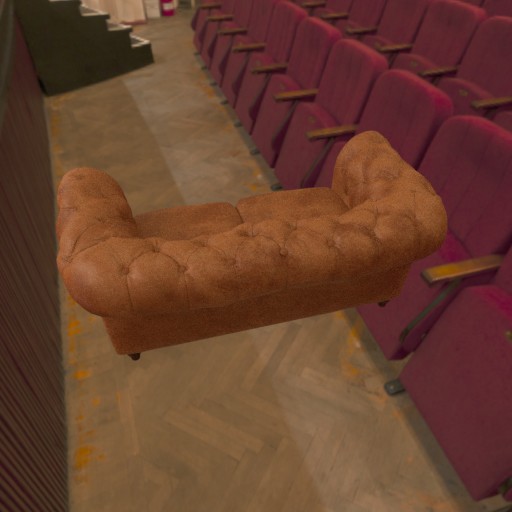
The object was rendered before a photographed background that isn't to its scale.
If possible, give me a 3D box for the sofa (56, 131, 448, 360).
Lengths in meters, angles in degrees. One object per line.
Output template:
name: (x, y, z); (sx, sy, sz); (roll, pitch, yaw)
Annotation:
sofa: (0.000, 0.000, 2.490); (1.979, 0.877, 1.042); (-10, 42, -12)
